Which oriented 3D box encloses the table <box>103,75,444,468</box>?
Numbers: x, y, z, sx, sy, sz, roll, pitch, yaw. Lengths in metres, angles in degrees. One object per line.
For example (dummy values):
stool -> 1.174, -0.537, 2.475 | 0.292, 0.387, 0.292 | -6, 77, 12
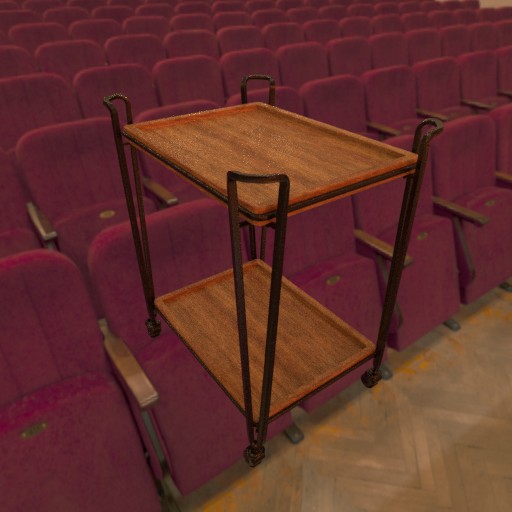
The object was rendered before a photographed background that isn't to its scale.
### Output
table -> 0.000, 0.000, 1.202 | 0.505, 0.785, 0.672 | -21, 38, -30
